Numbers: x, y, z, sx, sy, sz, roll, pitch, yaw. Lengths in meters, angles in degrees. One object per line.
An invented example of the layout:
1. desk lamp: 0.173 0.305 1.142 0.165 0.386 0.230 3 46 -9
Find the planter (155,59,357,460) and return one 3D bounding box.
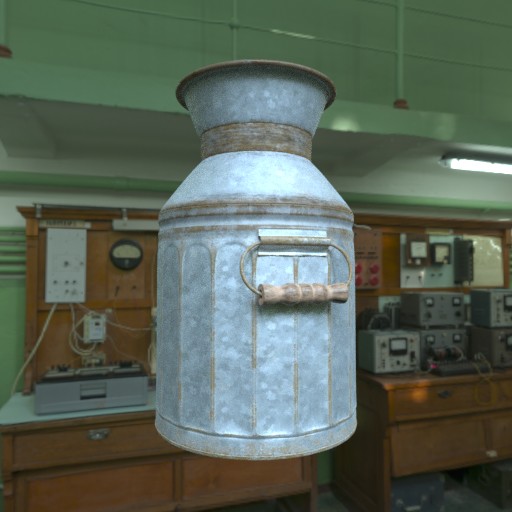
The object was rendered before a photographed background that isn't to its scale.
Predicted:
1. planter: 0.000 0.000 0.489 0.215 0.358 0.248 1 -2 -19
